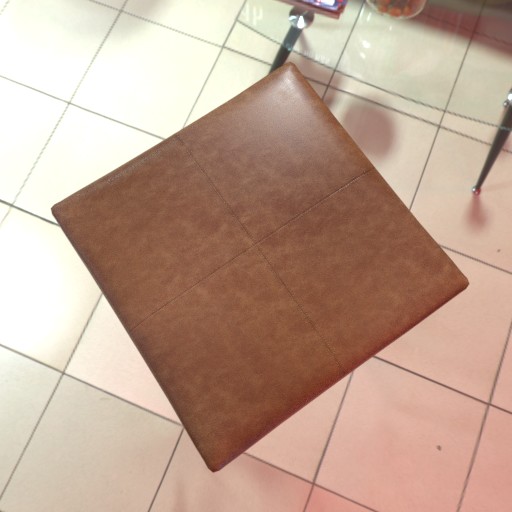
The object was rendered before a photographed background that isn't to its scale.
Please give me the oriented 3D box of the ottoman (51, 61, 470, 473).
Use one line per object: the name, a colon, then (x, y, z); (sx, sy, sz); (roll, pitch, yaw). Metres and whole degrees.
ottoman: (0.000, 0.000, 1.852); (1.168, 0.483, 1.169); (-34, 79, -7)
